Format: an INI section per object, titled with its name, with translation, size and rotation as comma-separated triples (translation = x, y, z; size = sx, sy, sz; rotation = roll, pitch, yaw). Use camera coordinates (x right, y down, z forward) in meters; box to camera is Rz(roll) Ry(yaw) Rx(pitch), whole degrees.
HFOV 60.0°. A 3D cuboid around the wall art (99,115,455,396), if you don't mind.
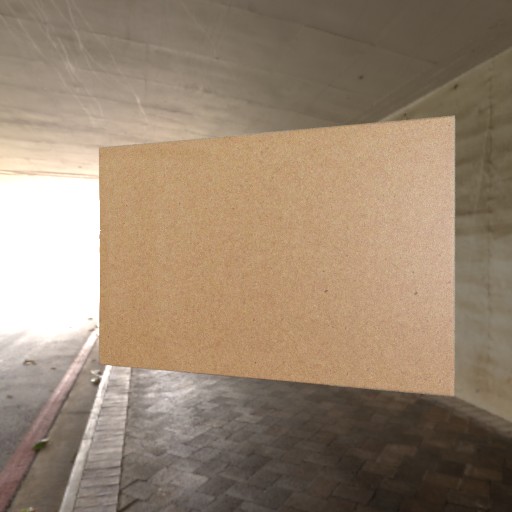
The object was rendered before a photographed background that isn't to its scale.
[wall art]
translation = 0.000, 0.000, 0.750
size = 0.615, 0.410, 0.021
rotation = 0, 0, 18
